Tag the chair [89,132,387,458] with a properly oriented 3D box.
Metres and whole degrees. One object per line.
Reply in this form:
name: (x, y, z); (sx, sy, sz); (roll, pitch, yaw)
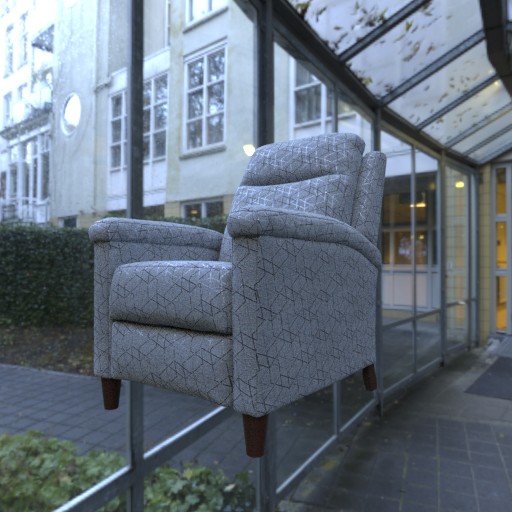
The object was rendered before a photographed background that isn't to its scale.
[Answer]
chair: (0.000, 0.000, 1.690); (0.753, 1.048, 0.987); (0, 0, 36)
